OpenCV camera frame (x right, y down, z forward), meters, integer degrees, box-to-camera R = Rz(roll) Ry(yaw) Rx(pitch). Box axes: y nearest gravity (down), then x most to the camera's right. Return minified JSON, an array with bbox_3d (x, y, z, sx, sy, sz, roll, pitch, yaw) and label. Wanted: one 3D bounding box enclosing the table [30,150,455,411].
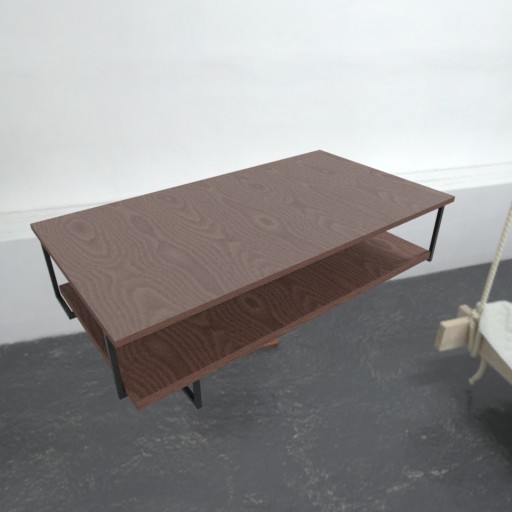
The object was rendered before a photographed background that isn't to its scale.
[{"bbox_3d":[0.000,0.000,1.496,1.197,0.347,0.651,-21,37,-31],"label":"table"}]
